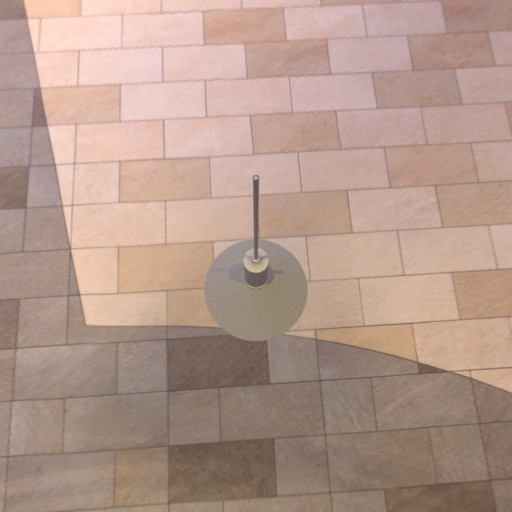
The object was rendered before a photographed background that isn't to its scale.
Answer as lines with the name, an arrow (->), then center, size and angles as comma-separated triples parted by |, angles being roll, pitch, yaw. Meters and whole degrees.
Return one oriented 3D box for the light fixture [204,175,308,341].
light fixture -> 0.000, 0.000, 0.826 | 0.267, 0.683, 0.267 | 39, 79, 10
